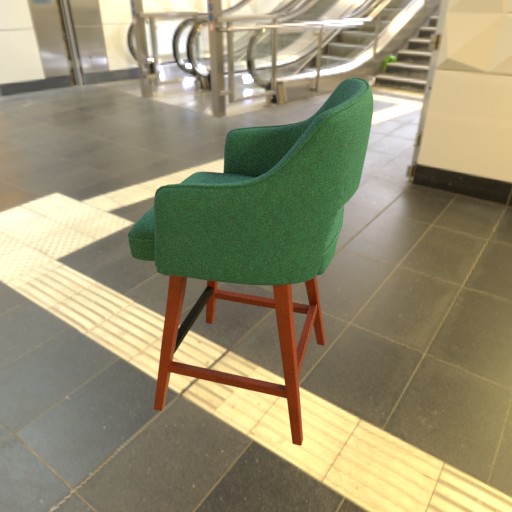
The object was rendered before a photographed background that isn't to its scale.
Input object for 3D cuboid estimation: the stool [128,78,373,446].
[{"bbox_3d":[0.000,0.000,1.298,0.556,0.961,0.548,8,32,14],"label":"stool"}]
